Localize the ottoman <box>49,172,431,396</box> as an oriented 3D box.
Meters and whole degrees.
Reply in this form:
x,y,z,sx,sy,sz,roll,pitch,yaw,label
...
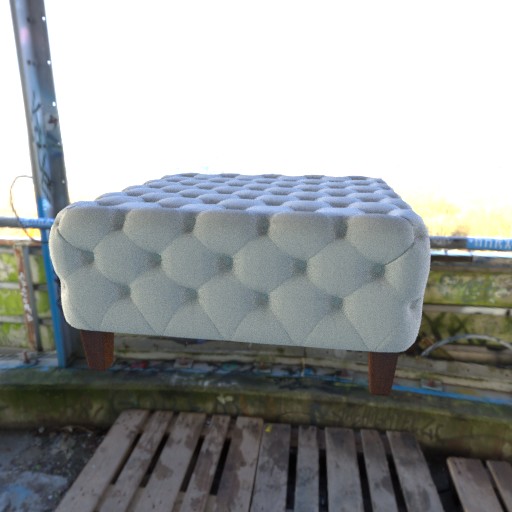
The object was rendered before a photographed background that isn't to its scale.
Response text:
x,y,z,sx,sy,sz,roll,pitch,yaw,label
0.000,0.000,1.205,0.753,0.376,0.755,3,16,9,ottoman
